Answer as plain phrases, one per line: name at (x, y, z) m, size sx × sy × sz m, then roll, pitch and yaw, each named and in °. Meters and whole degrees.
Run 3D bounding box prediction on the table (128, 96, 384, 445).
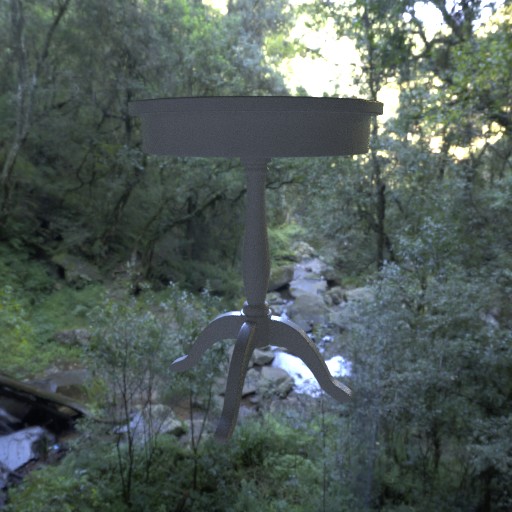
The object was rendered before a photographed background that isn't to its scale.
table at (0.000, 0.000, 1.008) m, size 0.513 × 0.653 × 0.513 m, roll 0°, pitch 16°, yaw 0°
